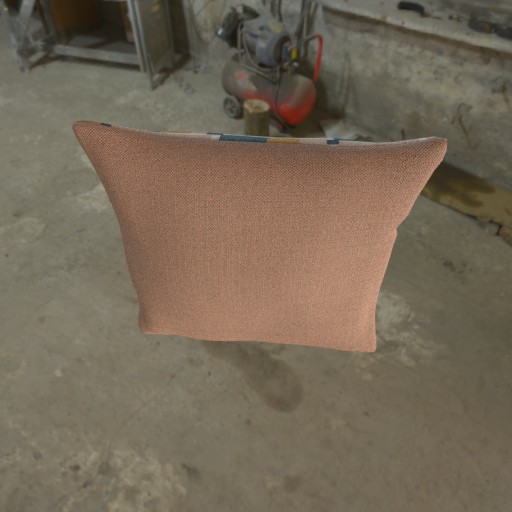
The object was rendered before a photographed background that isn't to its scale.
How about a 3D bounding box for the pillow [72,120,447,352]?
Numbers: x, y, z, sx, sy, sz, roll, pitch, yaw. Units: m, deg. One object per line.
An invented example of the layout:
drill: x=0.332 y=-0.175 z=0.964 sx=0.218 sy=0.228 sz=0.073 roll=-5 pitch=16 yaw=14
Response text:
pillow: x=0.000 y=0.000 z=0.735 sx=0.478 sy=0.479 sz=0.158 roll=4 pitch=46 yaw=4
